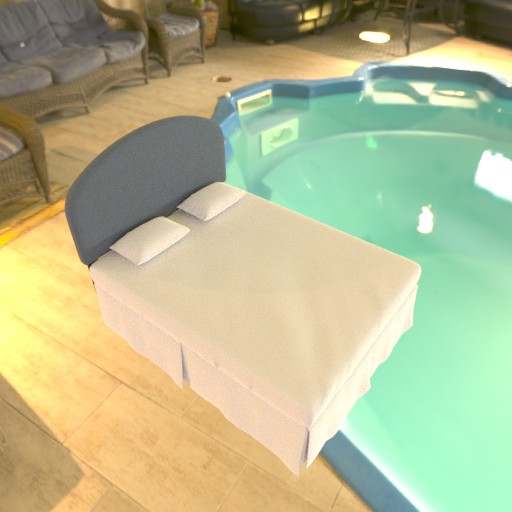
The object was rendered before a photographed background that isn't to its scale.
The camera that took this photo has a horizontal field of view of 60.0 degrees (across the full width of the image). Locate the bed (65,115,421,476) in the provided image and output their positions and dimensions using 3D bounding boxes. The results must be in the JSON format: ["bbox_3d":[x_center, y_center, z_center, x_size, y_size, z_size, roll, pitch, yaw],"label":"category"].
[{"bbox_3d":[0.000,0.000,3.113,2.005,1.410,1.607,27,47,28],"label":"bed"}]
